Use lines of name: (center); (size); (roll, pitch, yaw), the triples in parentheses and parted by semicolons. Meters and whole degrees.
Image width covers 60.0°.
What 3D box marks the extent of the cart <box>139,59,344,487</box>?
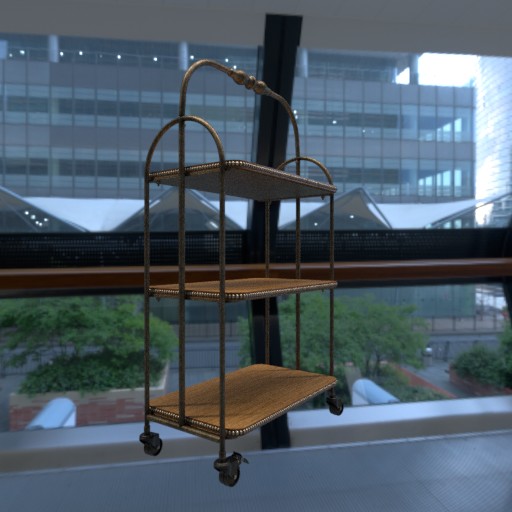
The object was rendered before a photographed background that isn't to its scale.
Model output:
cart: (0.000, 0.000, 1.321); (0.330, 1.052, 0.650); (0, 0, 36)
